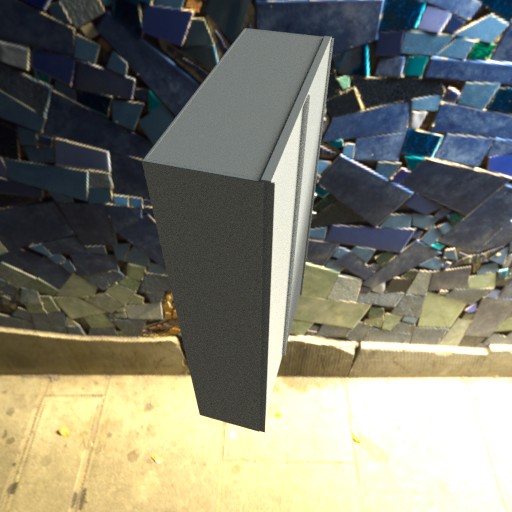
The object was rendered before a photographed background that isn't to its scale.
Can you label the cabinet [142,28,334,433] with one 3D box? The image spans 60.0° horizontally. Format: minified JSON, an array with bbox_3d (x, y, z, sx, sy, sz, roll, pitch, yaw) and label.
[{"bbox_3d":[0.000,0.000,2.705,0.480,2.160,1.250,12,48,11],"label":"cabinet"}]
